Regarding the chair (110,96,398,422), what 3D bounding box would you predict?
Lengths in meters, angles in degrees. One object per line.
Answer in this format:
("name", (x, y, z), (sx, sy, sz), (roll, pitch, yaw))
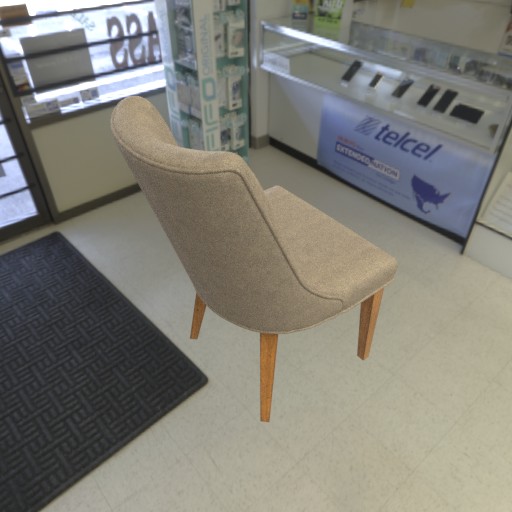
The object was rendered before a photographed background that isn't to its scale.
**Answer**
("chair", (0.000, 0.000, 1.285), (0.636, 0.916, 0.548), (-27, 47, -28))
